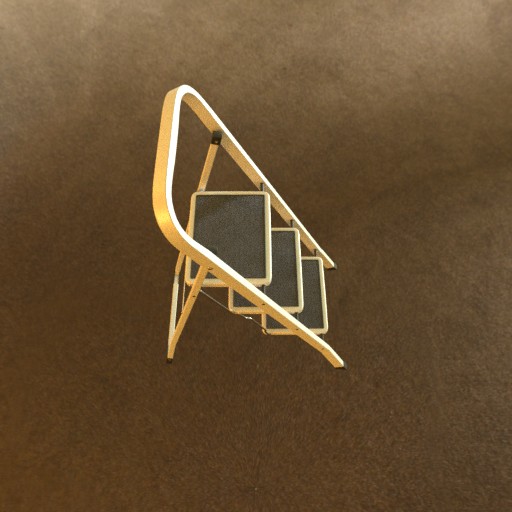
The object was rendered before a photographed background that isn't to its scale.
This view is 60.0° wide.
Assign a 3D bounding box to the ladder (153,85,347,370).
[{"bbox_3d":[0.000,0.000,1.379,0.711,1.050,0.460,0,62,0],"label":"ladder"}]
